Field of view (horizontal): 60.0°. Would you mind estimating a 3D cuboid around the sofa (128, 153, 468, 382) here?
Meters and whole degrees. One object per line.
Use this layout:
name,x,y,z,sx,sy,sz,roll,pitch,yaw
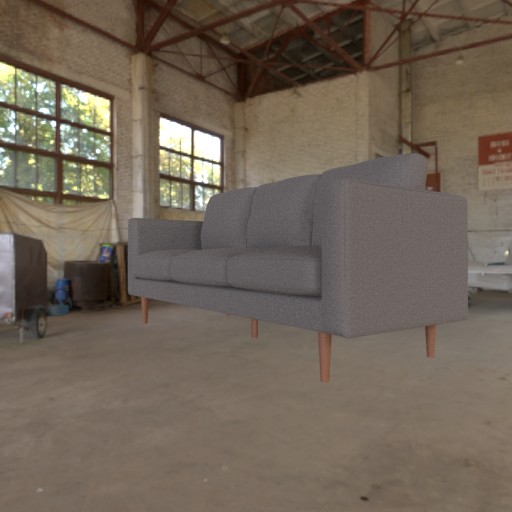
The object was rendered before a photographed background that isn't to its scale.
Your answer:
sofa,0.000,0.000,2.480,0.802,0.912,2.029,0,0,-36
